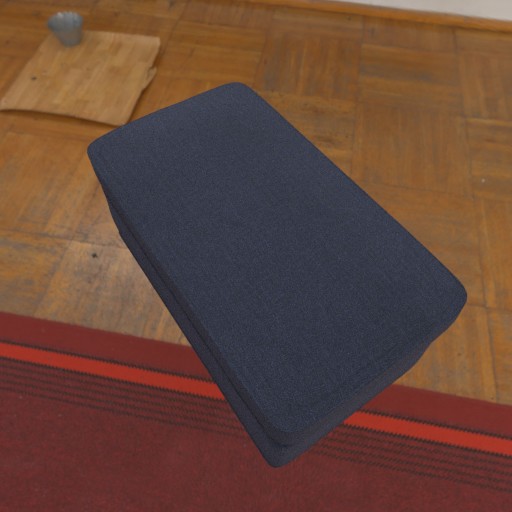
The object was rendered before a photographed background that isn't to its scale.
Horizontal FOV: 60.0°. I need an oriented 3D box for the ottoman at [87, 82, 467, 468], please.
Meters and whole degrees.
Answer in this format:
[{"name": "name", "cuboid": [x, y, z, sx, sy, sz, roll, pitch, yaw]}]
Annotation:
[{"name": "ottoman", "cuboid": [0.000, 0.000, 1.178, 0.505, 0.453, 0.895, -30, 62, -18]}]
